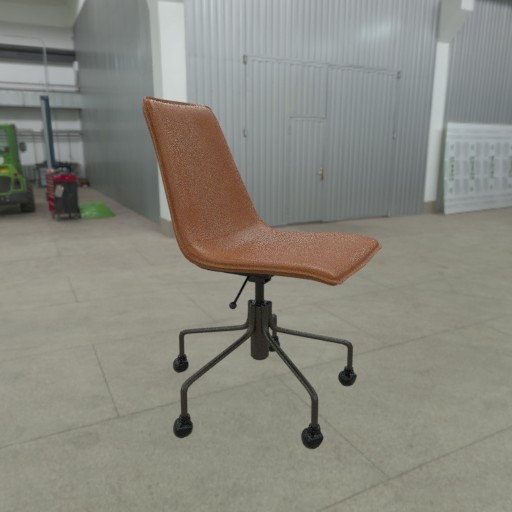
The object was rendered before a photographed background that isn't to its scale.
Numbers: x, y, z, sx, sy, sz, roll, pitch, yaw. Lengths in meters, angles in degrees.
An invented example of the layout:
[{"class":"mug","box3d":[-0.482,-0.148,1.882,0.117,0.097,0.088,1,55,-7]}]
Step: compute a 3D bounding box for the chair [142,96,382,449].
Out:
[{"class":"chair","box3d":[0.000,0.000,1.346,0.660,0.920,0.651,7,16,27]}]
